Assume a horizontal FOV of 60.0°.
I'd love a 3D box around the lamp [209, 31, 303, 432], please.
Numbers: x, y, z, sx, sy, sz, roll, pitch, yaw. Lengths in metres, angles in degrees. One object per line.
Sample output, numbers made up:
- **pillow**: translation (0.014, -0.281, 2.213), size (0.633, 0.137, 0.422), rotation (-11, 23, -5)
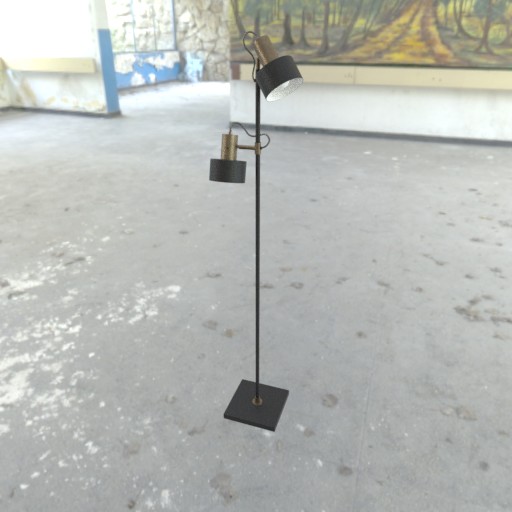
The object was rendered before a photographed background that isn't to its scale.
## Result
- **lamp**: translation (0.000, 0.000, 1.662), size (0.315, 1.505, 0.233), rotation (9, 28, 17)
